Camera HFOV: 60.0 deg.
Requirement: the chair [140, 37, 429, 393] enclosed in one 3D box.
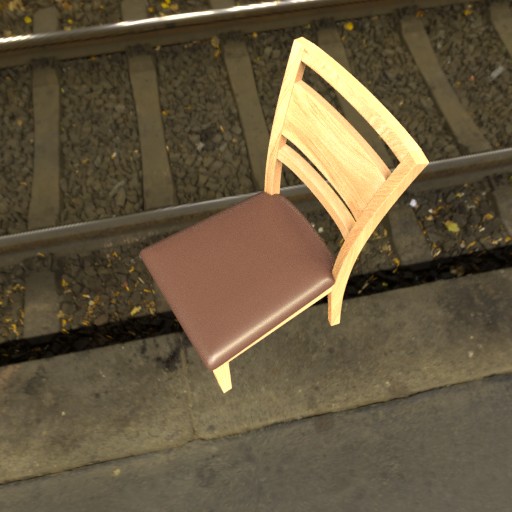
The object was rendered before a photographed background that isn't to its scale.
[{"bbox_3d":[0.000,0.000,1.242,0.545,0.940,0.420,-30,68,-14],"label":"chair"}]
